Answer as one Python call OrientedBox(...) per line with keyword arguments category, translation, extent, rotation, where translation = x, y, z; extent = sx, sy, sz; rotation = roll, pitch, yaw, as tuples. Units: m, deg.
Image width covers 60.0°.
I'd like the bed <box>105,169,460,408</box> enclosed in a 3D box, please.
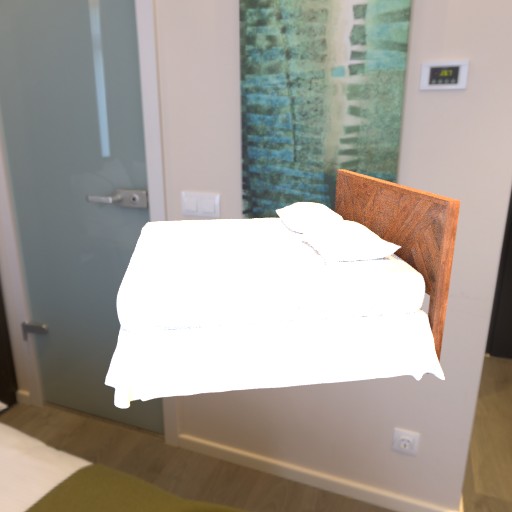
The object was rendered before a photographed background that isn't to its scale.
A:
OrientedBox(category="bed", translation=(0.000, 0.000, 3.566), extent=(2.165, 1.158, 2.255), rotation=(-2, 16, -8))
